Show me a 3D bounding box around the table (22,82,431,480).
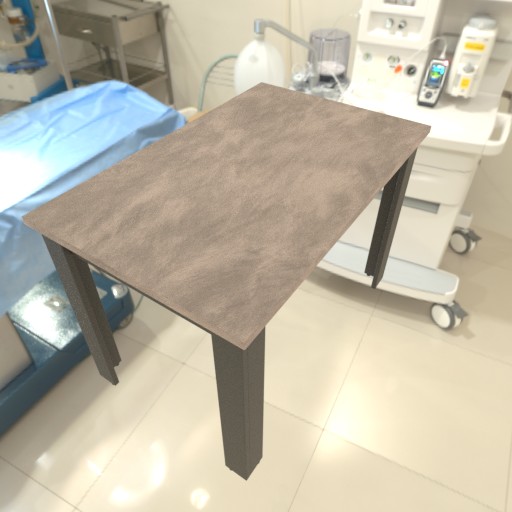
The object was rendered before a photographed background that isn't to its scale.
[{"bbox_3d":[0.000,0.000,1.567,0.700,0.734,1.100,25,48,25],"label":"table"}]
